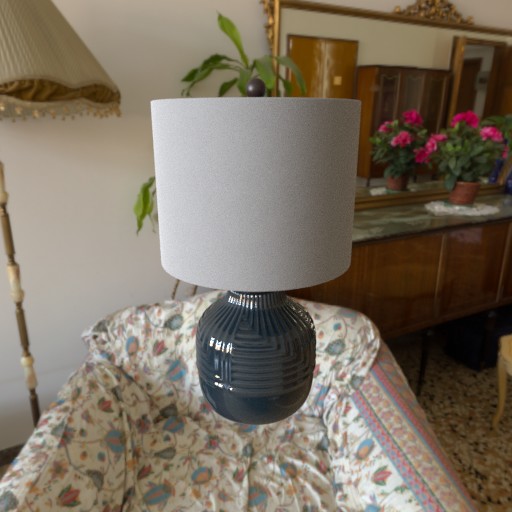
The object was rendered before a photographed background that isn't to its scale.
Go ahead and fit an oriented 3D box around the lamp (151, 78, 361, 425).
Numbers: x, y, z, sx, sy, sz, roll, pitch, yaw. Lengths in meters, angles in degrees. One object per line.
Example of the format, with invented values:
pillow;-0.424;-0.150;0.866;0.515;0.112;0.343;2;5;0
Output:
lamp;0.000;0.000;0.759;0.318;0.567;0.318;0;17;0
